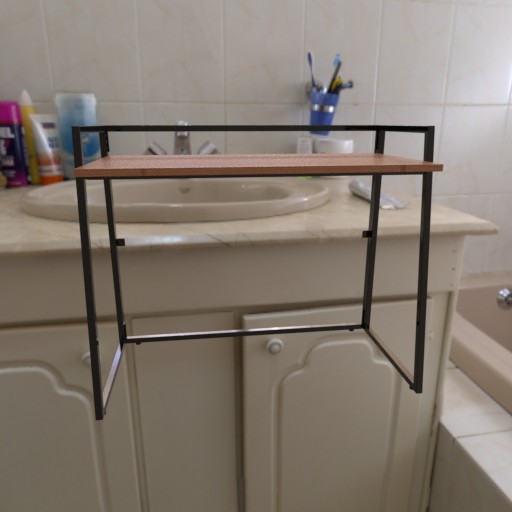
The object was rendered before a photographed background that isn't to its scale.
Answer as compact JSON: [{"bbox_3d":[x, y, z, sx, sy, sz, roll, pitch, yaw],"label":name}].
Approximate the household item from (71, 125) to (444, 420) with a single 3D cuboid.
[{"bbox_3d":[0.000,0.000,1.523,1.050,0.860,0.510,-2,17,-7],"label":"household item"}]
